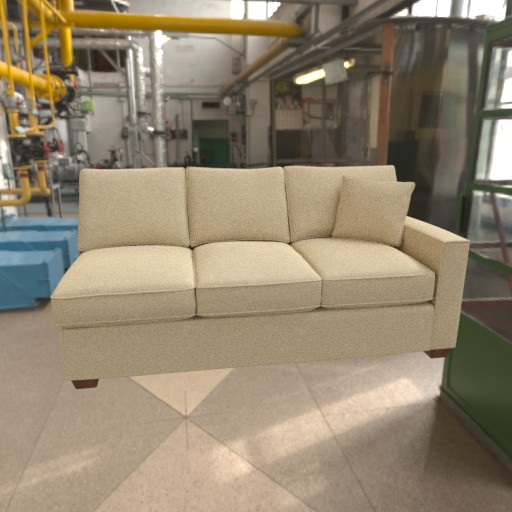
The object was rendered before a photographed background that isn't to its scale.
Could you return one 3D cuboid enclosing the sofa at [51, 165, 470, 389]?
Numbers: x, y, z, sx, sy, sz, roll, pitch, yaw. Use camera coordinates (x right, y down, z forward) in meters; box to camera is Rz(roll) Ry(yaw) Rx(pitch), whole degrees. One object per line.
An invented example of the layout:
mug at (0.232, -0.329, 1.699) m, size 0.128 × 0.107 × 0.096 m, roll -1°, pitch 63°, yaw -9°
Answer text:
sofa at (0.000, 0.000, 2.497) m, size 1.963 × 0.946 × 1.034 m, roll -3°, pitch 16°, yaw -9°
